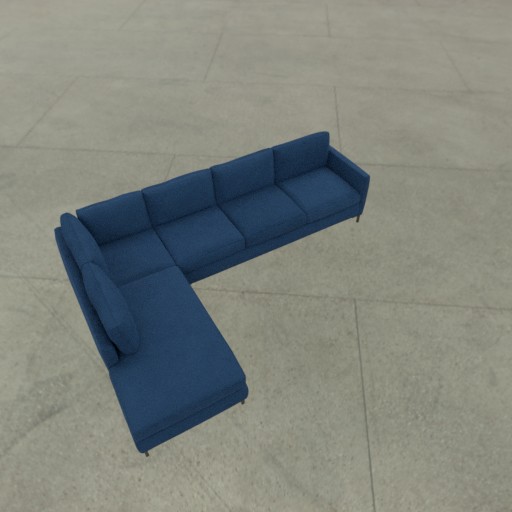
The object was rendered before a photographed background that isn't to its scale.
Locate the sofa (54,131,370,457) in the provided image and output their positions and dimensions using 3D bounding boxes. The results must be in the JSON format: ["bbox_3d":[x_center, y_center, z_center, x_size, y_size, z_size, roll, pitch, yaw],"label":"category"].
[{"bbox_3d":[0.000,0.000,3.867,2.949,0.815,2.007,-23,49,-21],"label":"sofa"}]
